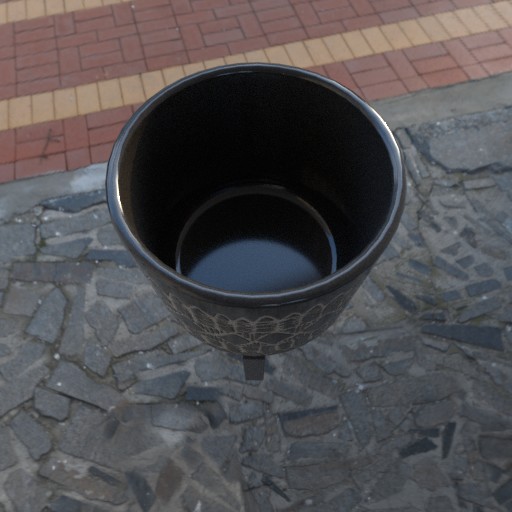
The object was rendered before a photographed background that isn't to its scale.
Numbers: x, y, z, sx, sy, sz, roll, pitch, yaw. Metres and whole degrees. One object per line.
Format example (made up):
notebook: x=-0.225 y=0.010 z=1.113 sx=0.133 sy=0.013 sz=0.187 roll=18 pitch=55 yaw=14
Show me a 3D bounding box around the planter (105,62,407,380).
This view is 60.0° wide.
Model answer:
planter: x=0.000 y=0.000 z=0.406 sx=0.196 sy=0.264 sz=0.196 roll=1 pitch=63 yaw=1
